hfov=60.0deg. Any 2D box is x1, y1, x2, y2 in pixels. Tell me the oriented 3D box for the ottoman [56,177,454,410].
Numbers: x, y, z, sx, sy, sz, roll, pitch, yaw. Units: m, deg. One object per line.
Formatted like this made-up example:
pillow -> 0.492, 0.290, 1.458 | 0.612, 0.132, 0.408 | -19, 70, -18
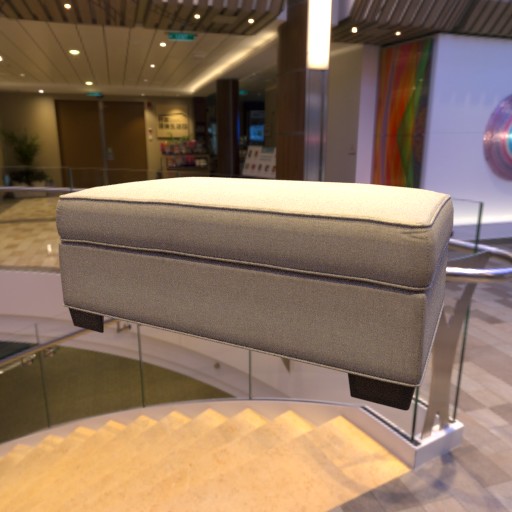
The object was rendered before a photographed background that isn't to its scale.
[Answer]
ottoman -> 0.000, 0.000, 1.406 | 1.097, 0.461, 0.617 | 7, 16, 26
